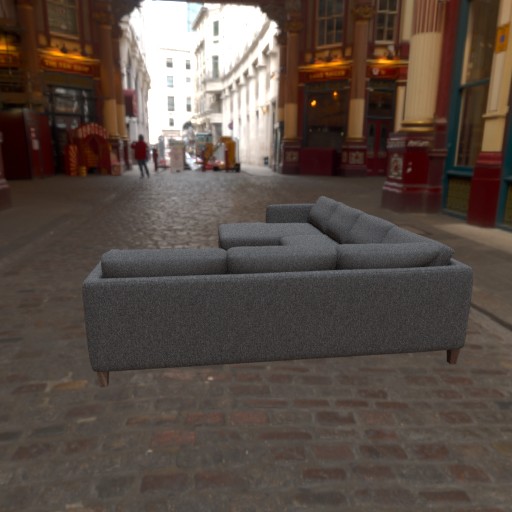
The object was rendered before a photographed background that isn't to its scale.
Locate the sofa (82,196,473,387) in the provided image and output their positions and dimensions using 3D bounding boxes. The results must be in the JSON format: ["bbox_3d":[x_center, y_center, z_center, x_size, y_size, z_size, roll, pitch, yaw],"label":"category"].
[{"bbox_3d":[0.000,0.000,4.373,2.551,0.853,3.238,-2,14,-7],"label":"sofa"}]
